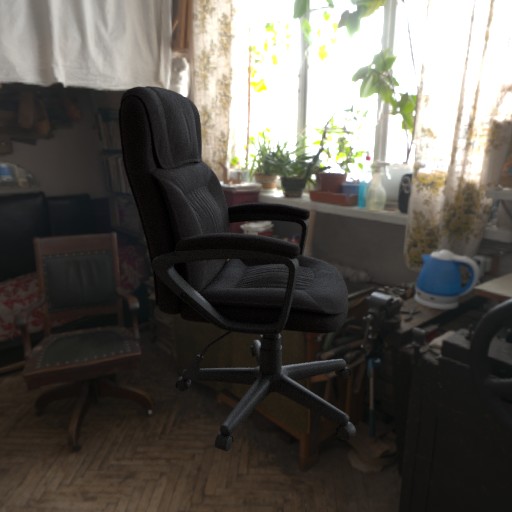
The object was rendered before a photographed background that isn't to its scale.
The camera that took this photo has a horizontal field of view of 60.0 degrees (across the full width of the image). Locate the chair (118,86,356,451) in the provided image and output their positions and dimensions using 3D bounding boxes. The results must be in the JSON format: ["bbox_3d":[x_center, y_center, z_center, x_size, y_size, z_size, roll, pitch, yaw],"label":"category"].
[{"bbox_3d":[0.000,0.000,1.541,0.724,1.105,0.667,3,16,9],"label":"chair"}]
